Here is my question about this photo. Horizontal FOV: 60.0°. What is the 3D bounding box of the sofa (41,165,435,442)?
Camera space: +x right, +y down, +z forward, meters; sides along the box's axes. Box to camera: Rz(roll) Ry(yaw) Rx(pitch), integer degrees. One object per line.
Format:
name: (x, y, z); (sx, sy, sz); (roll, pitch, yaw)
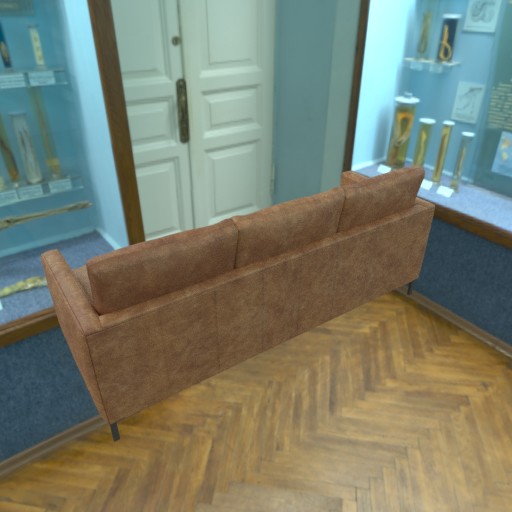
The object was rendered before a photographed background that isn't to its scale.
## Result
sofa: (0.000, 0.000, 2.413); (2.029, 0.863, 0.748); (-19, 36, -29)
